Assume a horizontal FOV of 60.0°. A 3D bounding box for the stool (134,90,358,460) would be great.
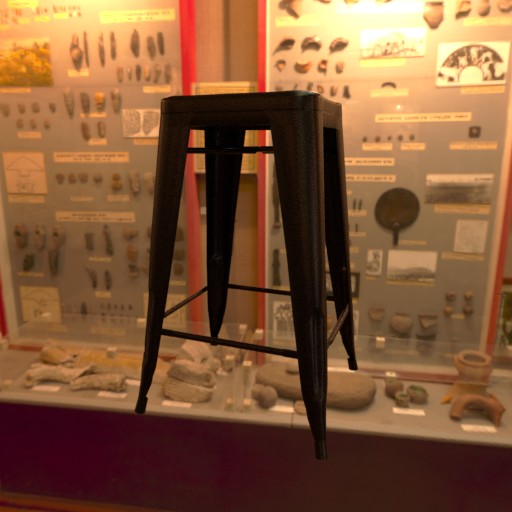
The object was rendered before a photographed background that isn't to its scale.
[{"bbox_3d":[0.000,0.000,0.912,0.455,0.609,0.423,2,14,10],"label":"stool"}]
